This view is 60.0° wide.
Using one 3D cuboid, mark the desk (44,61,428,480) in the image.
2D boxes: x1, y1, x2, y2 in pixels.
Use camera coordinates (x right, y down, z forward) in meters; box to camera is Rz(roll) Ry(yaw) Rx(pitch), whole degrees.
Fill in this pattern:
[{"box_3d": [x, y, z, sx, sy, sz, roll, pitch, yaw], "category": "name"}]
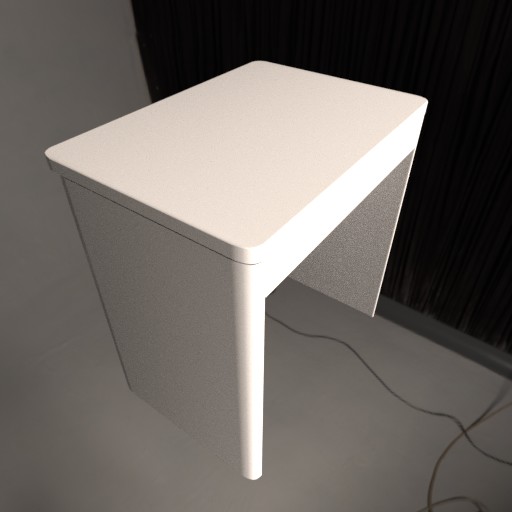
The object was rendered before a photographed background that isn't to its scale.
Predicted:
[{"box_3d": [0.000, 0.000, 1.272, 0.549, 0.800, 0.762, 25, 46, 27], "category": "desk"}]
